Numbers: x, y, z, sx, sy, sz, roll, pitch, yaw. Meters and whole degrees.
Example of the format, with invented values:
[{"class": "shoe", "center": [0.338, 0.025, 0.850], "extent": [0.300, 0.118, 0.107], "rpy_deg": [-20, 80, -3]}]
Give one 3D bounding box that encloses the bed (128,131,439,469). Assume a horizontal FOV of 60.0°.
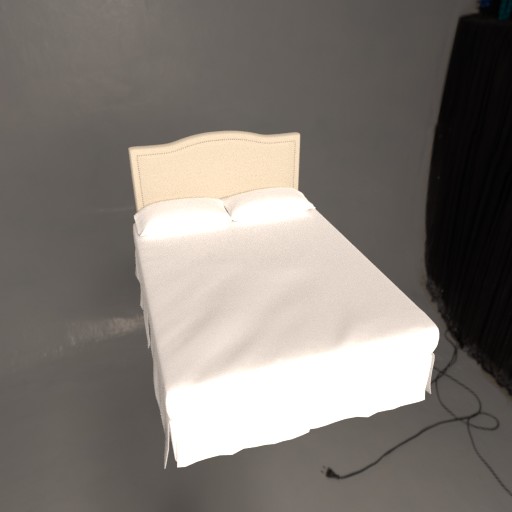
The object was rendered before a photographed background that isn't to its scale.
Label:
[{"class": "bed", "center": [0.000, 0.000, 3.651], "extent": [1.977, 1.437, 2.477], "rpy_deg": [-9, 32, -15]}]
